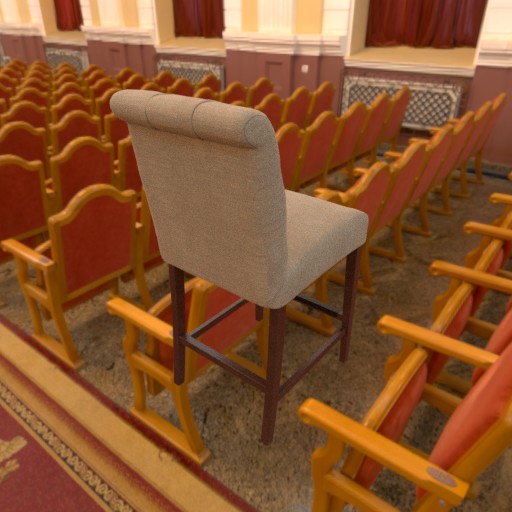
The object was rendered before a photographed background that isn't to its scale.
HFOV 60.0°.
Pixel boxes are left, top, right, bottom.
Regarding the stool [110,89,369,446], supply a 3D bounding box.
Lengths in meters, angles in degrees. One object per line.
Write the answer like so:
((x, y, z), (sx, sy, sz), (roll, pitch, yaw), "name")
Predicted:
((0.000, 0.000, 1.477), (0.486, 1.084, 0.660), (21, 35, 33), "stool")
